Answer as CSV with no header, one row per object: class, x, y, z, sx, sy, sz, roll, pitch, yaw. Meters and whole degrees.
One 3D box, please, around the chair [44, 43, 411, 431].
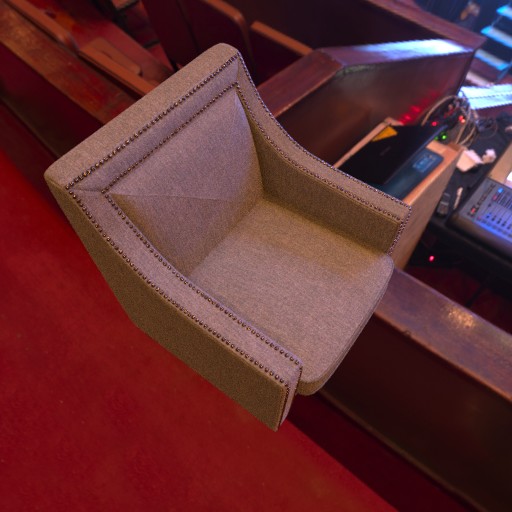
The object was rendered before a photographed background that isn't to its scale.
chair,0.000,0.000,1.595,0.884,0.967,0.776,32,62,19
